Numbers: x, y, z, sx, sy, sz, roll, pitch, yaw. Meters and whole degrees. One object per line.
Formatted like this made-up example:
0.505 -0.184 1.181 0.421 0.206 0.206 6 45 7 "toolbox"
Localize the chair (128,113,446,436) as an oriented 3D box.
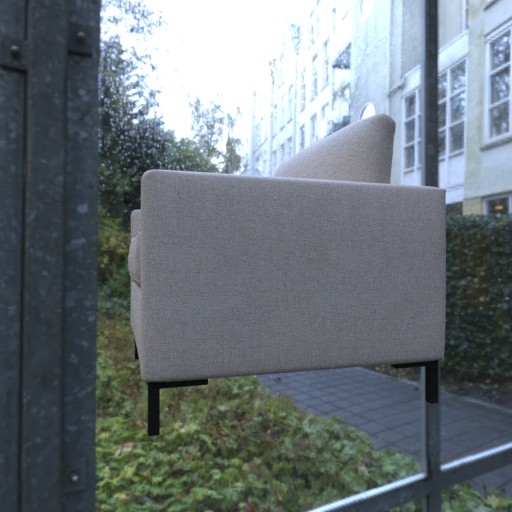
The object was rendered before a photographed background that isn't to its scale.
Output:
0.000 0.000 1.580 0.866 0.861 0.963 0 -1 -17 "chair"
